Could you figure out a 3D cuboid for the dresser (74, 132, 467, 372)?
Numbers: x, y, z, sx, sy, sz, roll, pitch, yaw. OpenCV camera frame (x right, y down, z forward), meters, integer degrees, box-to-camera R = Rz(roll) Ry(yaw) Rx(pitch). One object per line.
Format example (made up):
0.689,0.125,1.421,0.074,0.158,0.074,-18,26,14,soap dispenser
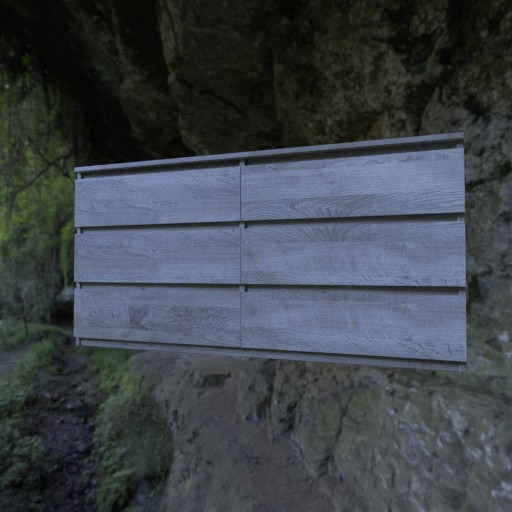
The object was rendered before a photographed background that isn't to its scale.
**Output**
0.000,0.000,1.893,1.590,0.795,0.390,-1,-2,19,dresser
